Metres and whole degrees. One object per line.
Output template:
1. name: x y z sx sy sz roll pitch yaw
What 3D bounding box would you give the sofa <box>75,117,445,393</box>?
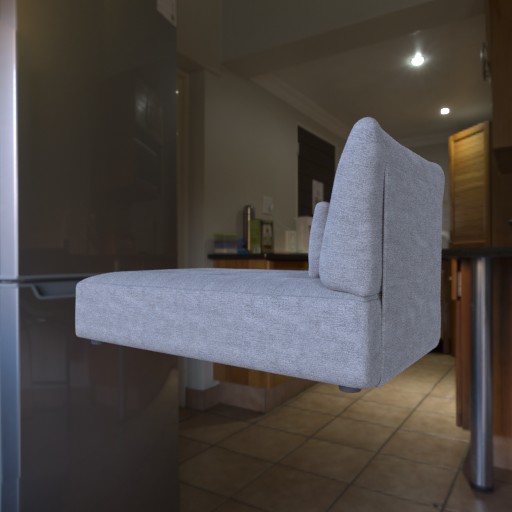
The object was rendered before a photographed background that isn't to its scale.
1. sofa: 0.000 0.000 2.022 1.450 0.820 0.930 0 0 35
